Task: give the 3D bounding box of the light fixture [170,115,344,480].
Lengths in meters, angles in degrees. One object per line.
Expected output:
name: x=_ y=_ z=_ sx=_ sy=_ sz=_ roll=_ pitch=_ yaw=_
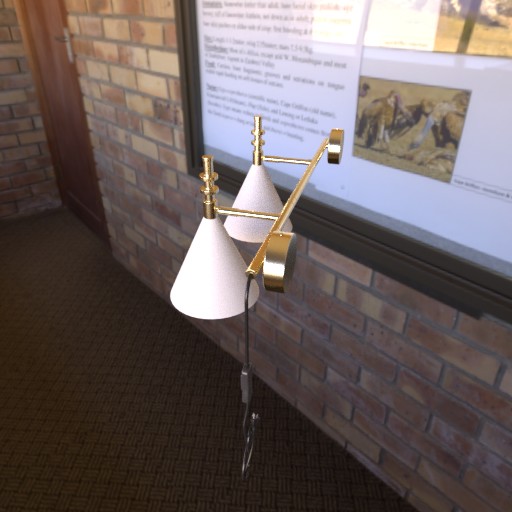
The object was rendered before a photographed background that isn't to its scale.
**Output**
light fixture: x=0.000 y=0.000 z=0.874 sx=0.239 sy=0.468 sz=0.642 roll=8 pitch=31 yaw=14
